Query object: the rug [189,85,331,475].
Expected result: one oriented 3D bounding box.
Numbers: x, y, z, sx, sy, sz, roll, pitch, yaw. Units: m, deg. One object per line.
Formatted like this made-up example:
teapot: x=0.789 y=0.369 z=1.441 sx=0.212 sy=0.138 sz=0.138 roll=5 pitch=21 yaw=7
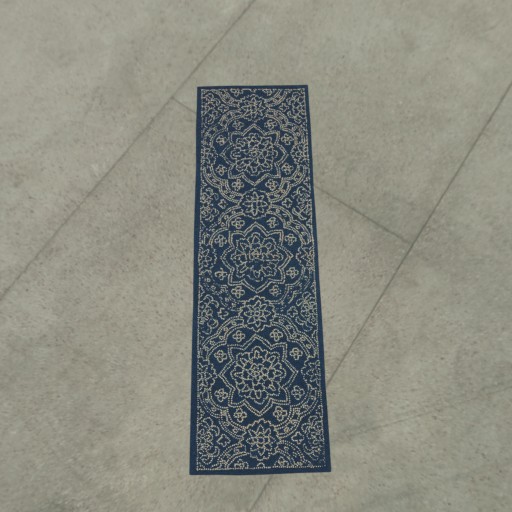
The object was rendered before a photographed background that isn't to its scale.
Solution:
rug: x=0.000 y=0.000 z=2.720 sx=0.769 sy=0.012 sz=2.448 roll=-1 pitch=74 yaw=0
